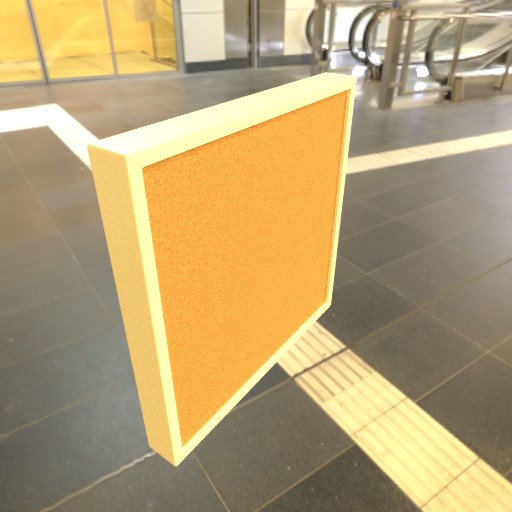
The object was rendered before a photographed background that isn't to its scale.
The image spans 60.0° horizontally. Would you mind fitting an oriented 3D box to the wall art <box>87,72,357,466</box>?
[{"bbox_3d":[0.000,0.000,0.450,0.038,0.305,0.305,22,38,30],"label":"wall art"}]
